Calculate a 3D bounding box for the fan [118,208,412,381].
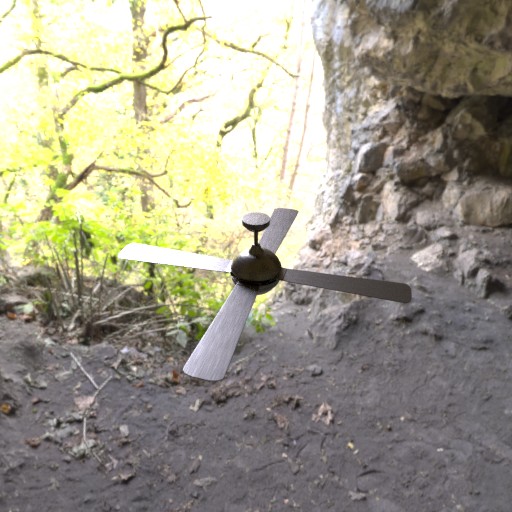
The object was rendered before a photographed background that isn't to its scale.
[{"bbox_3d":[0.000,0.000,2.016,1.321,0.381,1.321,21,37,30],"label":"fan"}]
